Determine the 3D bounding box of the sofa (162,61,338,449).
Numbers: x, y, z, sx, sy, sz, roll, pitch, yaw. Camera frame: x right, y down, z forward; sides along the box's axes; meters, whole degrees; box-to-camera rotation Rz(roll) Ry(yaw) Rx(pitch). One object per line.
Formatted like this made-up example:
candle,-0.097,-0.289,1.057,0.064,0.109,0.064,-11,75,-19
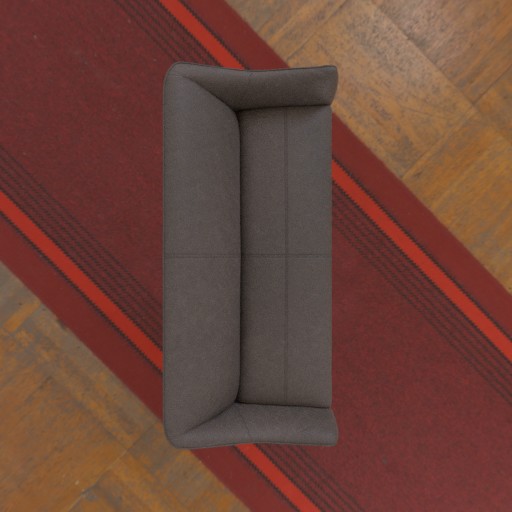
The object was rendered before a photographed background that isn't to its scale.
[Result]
sofa,0.000,0.000,2.420,0.869,0.831,1.928,0,90,-1
